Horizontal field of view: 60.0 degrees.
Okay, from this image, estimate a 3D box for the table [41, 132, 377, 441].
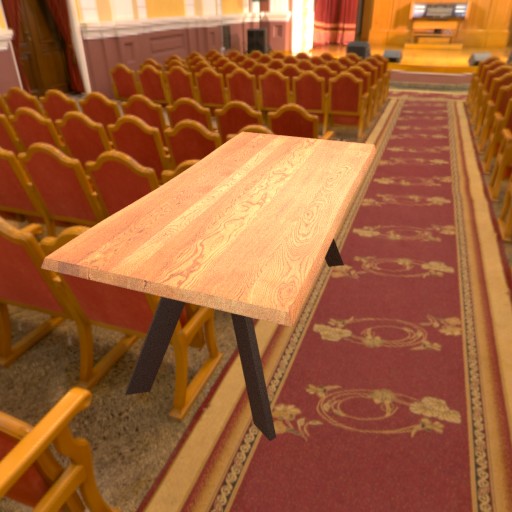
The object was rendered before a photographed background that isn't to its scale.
[{"bbox_3d":[0.000,0.000,2.281,0.900,0.770,1.800,11,32,18],"label":"table"}]
